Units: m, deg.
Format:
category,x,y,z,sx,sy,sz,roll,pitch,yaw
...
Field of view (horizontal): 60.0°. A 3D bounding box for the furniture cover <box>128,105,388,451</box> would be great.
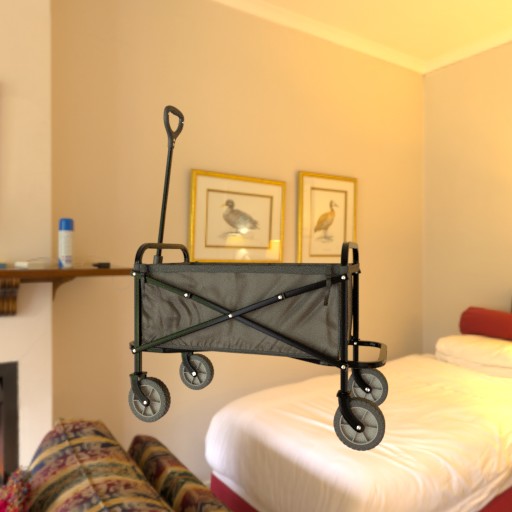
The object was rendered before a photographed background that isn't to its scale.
category,x,y,z,sx,sy,sz,roll,pitch,yaw
furniture cover,0.000,0.000,1.828,1.038,1.295,0.532,0,0,18
